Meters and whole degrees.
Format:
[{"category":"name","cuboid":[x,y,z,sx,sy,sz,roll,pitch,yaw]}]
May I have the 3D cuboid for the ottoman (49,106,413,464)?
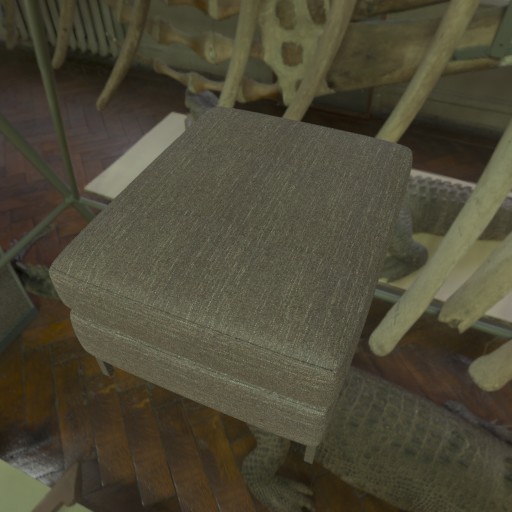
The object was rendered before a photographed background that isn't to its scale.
[{"category":"ottoman","cuboid":[0.000,0.000,1.239,0.671,0.490,0.820,17,48,16]}]
